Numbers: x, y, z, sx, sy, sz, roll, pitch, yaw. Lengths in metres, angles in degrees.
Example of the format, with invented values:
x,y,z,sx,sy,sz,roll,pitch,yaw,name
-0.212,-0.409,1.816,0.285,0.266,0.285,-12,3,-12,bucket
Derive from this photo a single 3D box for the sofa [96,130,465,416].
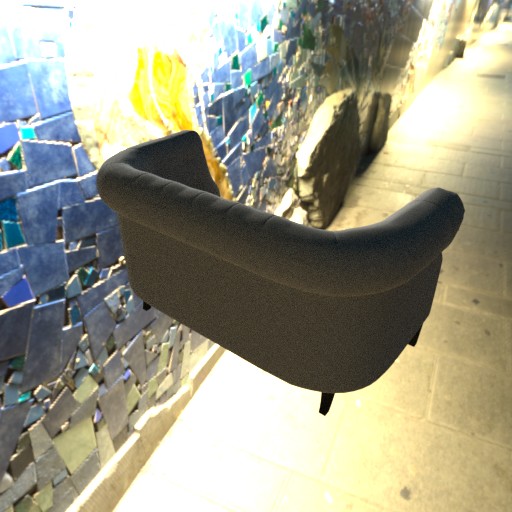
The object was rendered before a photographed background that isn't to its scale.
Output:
x,y,z,sx,sy,sz,roll,pitch,yaw,name
0.000,0.000,2.038,1.558,0.827,0.835,22,37,32,sofa
